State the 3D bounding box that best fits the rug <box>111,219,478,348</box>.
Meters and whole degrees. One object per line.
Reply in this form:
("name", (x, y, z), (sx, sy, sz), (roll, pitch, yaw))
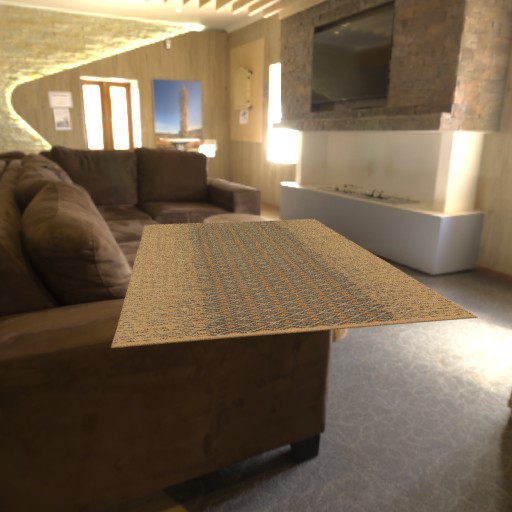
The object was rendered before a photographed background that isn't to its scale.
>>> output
("rug", (0.000, 0.000, 2.288), (1.219, 0.005, 1.828), (-3, 16, -10))
